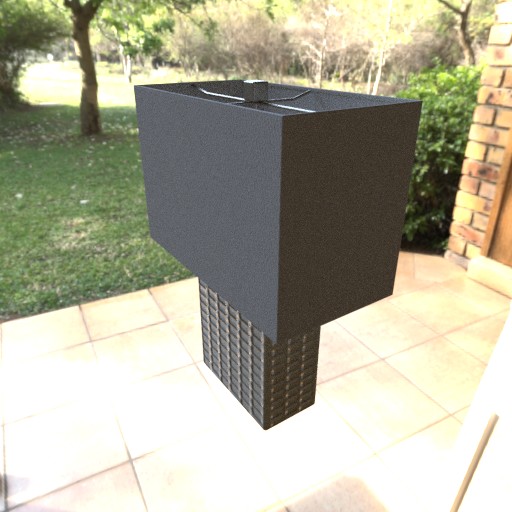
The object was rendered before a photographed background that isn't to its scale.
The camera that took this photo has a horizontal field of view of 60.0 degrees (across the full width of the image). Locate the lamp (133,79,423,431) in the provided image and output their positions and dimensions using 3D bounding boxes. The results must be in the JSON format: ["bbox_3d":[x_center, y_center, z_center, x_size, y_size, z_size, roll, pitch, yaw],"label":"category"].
[{"bbox_3d":[0.000,0.000,0.699,0.200,0.515,0.380,-17,30,-30],"label":"lamp"}]
